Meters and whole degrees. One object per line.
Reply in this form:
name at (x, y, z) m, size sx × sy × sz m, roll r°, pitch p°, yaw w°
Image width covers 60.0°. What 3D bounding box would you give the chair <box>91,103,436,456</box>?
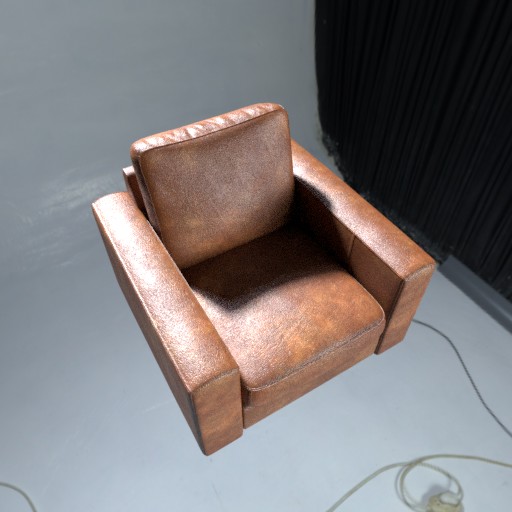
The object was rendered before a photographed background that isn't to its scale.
chair at (0.000, 0.000, 1.802) m, size 1.005 × 0.873 × 1.016 m, roll -24°, pitch 52°, yaw -20°
